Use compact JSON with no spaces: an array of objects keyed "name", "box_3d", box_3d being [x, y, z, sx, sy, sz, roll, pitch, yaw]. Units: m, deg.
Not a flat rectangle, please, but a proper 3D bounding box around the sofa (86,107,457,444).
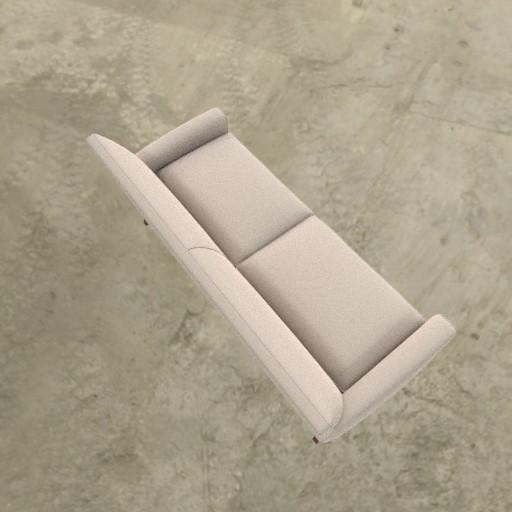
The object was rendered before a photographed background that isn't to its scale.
[{"name":"sofa","box_3d":[0.000,0.000,2.474,0.875,0.846,2.000,-33,63,-19]}]
